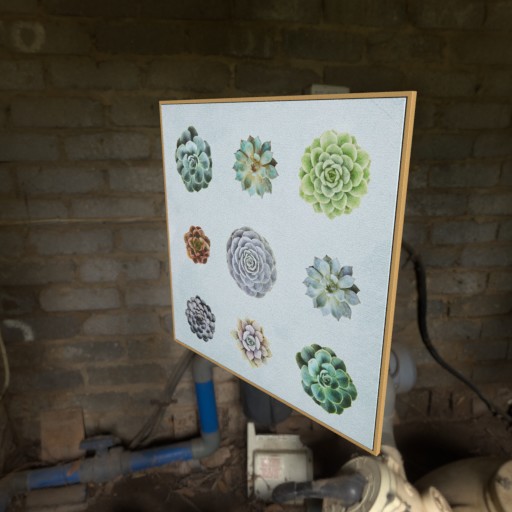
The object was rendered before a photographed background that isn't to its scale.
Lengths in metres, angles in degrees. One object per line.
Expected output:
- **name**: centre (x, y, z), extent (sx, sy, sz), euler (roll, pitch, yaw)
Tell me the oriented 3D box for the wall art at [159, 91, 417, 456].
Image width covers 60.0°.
- **wall art**: centre (0.000, 0.000, 0.973), extent (0.657, 0.655, 0.014), euler (17, 24, 42)
